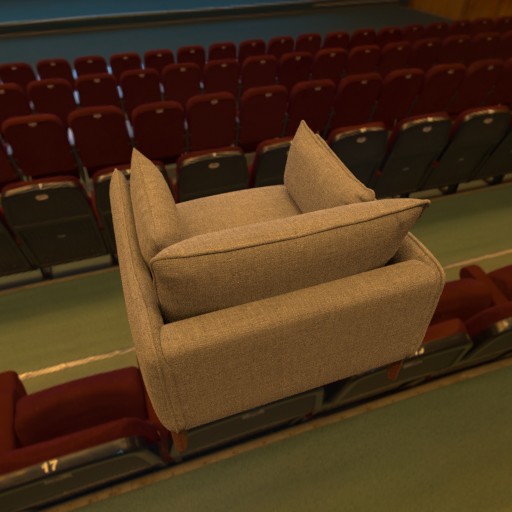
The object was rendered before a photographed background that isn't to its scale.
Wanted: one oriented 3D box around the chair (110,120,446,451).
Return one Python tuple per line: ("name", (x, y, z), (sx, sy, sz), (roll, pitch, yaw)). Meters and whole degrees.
("chair", (0.000, 0.000, 1.695), (0.993, 0.839, 0.976), (-13, 44, -14))
